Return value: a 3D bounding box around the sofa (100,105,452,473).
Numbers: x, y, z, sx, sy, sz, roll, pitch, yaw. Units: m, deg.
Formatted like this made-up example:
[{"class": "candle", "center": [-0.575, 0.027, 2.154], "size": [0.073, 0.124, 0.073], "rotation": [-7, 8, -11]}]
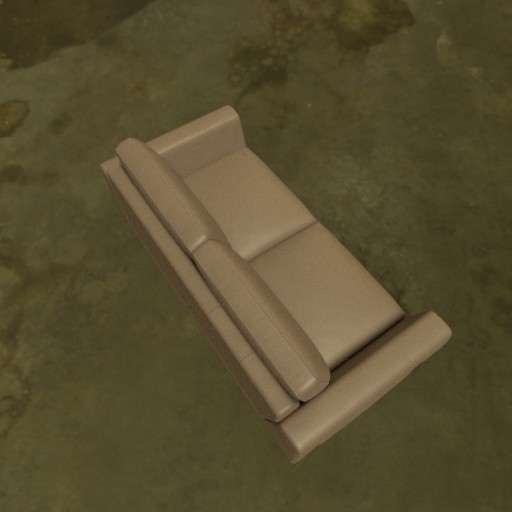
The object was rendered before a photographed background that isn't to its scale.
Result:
[{"class": "sofa", "center": [0.000, 0.000, 2.566], "size": [0.953, 0.875, 2.017], "rotation": [-31, 63, -17]}]
